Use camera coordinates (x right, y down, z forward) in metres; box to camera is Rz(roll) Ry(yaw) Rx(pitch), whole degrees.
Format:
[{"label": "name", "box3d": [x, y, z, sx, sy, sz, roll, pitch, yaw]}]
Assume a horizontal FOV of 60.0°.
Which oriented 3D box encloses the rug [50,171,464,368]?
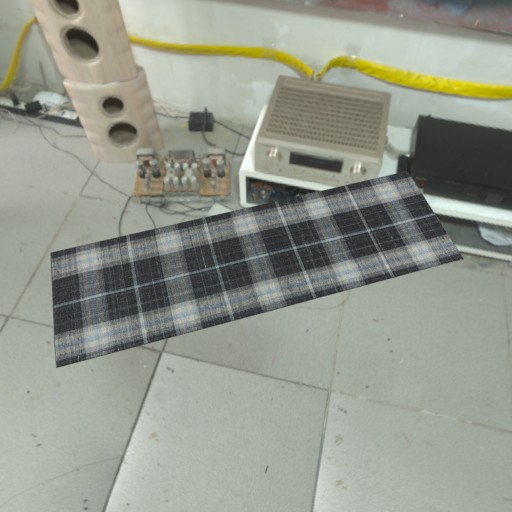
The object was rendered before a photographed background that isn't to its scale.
[{"label": "rug", "box3d": [0.000, 0.000, 2.726, 2.434, 0.012, 0.760, -14, 59, -9]}]
